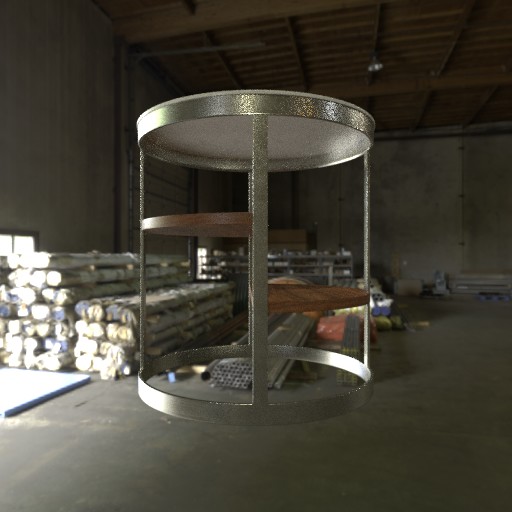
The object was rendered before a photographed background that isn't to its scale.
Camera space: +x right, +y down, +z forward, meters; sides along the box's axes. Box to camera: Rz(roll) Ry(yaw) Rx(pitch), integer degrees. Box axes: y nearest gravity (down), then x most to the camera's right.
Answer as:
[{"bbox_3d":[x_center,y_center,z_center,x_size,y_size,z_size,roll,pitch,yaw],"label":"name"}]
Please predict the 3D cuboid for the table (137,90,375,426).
[{"bbox_3d":[0.000,0.000,0.784,0.407,0.447,0.407,0,0,0],"label":"table"}]
